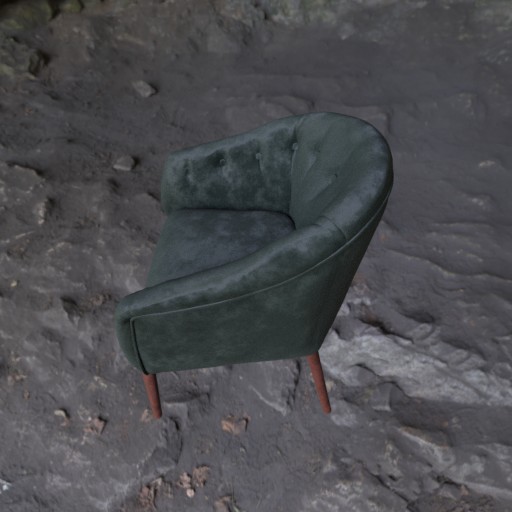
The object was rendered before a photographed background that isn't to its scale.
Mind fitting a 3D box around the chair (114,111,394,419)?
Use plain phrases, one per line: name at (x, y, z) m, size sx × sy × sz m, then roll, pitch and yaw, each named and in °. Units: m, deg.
chair at (0.000, 0.000, 1.525) m, size 0.776 × 0.885 × 0.851 m, roll 0°, pitch 41°, yaw 0°
